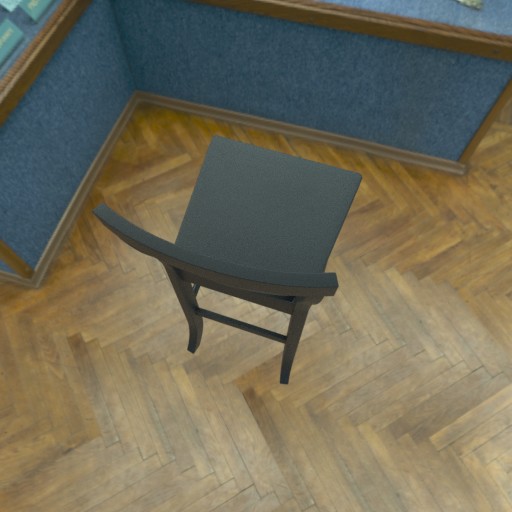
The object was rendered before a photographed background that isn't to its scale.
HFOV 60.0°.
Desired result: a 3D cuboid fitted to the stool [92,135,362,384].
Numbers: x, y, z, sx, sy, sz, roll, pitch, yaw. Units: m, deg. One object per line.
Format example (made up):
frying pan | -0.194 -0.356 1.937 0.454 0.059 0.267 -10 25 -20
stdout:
stool | 0.000 0.000 1.285 0.452 0.989 0.559 17 65 8
